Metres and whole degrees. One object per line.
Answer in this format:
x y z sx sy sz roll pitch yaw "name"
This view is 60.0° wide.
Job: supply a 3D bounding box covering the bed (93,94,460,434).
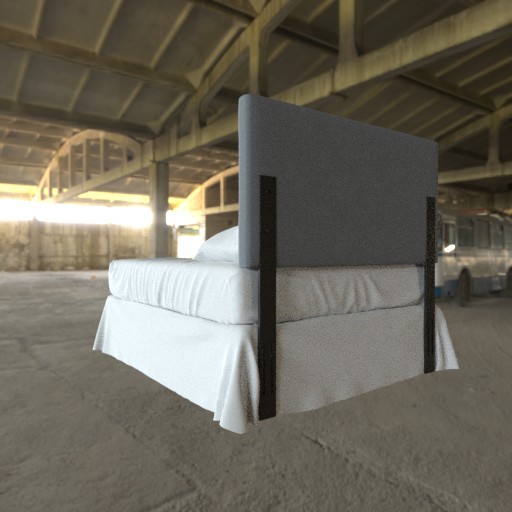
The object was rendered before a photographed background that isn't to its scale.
0.000 0.000 3.394 1.936 1.577 2.222 0 1 -36 "bed"
